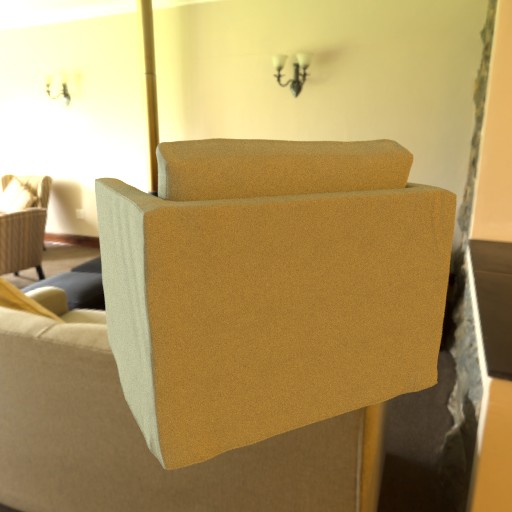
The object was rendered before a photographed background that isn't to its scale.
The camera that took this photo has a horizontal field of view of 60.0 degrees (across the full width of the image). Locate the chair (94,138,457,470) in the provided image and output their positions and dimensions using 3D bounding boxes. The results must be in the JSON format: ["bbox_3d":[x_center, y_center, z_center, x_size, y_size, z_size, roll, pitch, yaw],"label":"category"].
[{"bbox_3d":[0.000,0.000,1.684,1.057,0.863,0.949,-7,16,-25],"label":"chair"}]
